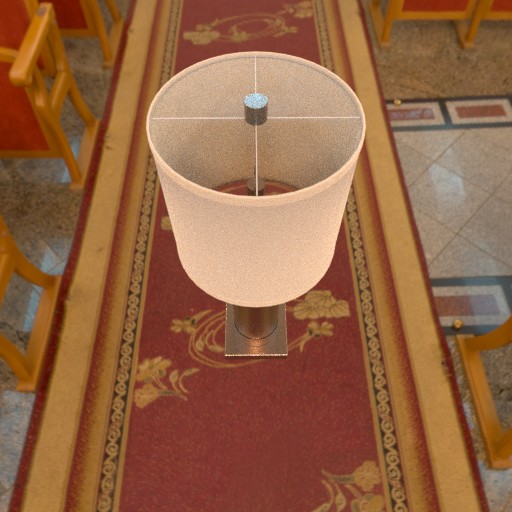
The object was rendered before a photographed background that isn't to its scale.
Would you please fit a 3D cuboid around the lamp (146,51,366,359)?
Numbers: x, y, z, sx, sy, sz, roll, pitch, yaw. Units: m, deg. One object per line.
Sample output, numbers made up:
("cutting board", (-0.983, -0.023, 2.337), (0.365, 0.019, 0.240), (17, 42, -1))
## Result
("lamp", (0.000, 0.000, 0.611), (0.202, 0.509, 0.202), (0, 57, 0))
